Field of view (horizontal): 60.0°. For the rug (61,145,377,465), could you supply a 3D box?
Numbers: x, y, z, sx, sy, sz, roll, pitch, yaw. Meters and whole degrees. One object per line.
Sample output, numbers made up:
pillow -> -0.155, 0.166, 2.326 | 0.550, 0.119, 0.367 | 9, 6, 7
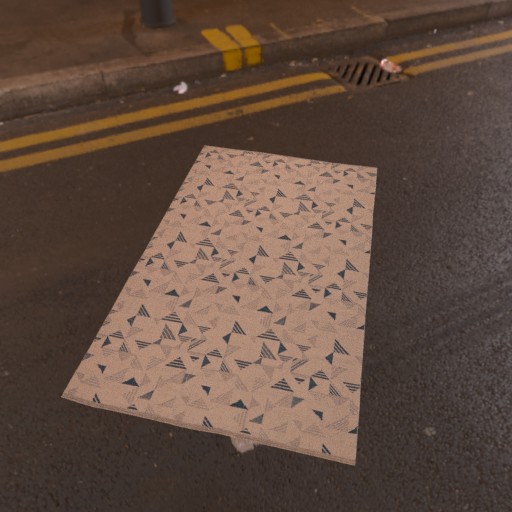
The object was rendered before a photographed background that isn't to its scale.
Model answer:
rug -> 0.000, 0.000, 3.003 | 1.512, 0.009, 2.457 | 10, 47, 9
